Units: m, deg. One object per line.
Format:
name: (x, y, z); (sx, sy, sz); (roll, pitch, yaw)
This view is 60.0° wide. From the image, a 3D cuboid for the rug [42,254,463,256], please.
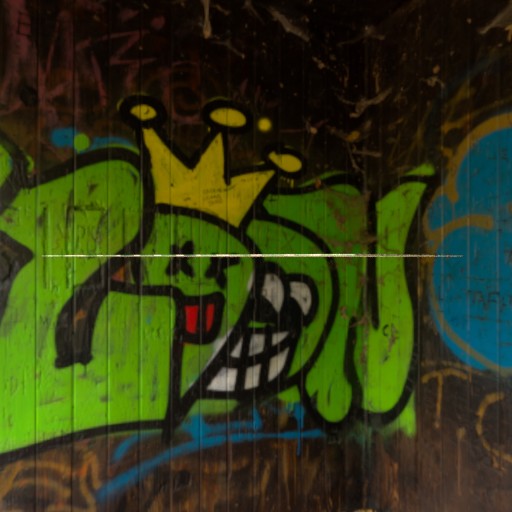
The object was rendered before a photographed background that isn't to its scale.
rug: (0.000, 0.000, 4.102); (3.045, 0.007, 2.436); (0, 0, 37)
